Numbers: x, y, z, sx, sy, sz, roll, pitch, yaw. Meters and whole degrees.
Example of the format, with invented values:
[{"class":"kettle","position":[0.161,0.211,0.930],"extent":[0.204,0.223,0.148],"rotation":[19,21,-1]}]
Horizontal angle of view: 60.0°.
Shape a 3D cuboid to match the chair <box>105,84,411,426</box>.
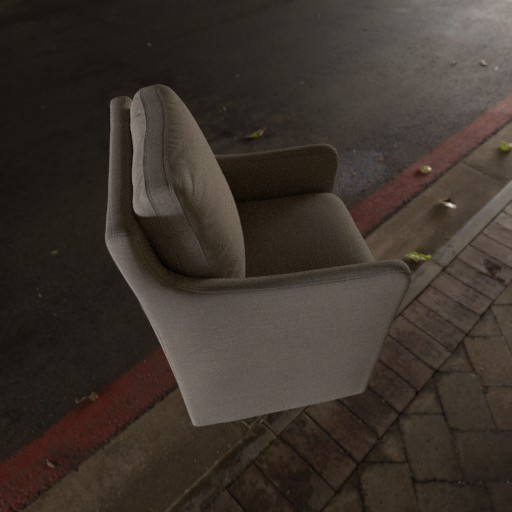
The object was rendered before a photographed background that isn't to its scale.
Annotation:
[{"class":"chair","position":[0.000,0.000,1.343],"extent":[0.694,0.914,0.626],"rotation":[-9,46,-8]}]
